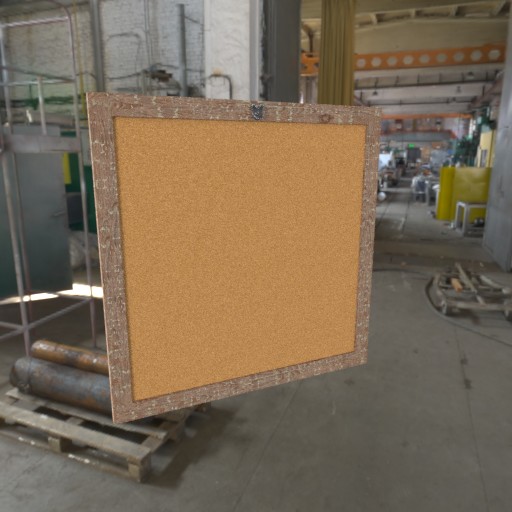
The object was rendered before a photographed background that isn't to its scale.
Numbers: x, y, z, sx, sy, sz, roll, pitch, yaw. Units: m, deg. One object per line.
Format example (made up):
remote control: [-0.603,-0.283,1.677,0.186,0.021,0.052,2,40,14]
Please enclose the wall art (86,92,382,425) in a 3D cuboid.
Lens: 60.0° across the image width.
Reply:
wall art: [0.000,0.000,0.573,0.380,0.380,0.022,-6,14,-25]
